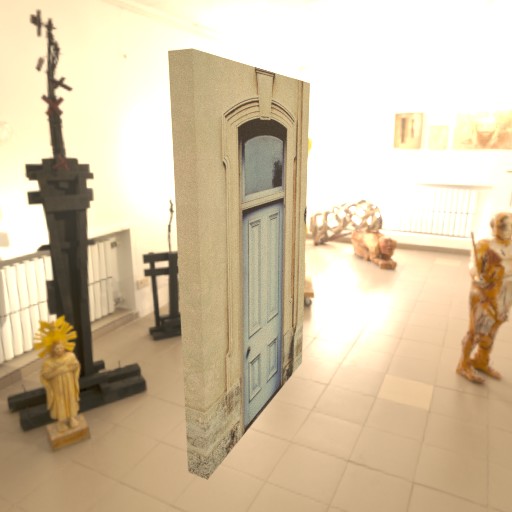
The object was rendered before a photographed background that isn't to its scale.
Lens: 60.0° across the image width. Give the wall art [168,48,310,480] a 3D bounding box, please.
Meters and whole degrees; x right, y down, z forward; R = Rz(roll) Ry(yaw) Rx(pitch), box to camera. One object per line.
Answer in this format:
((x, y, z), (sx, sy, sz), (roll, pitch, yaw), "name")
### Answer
((0.000, 0.000, 0.780), (0.036, 0.607, 0.403), (8, 17, 26), "wall art")
